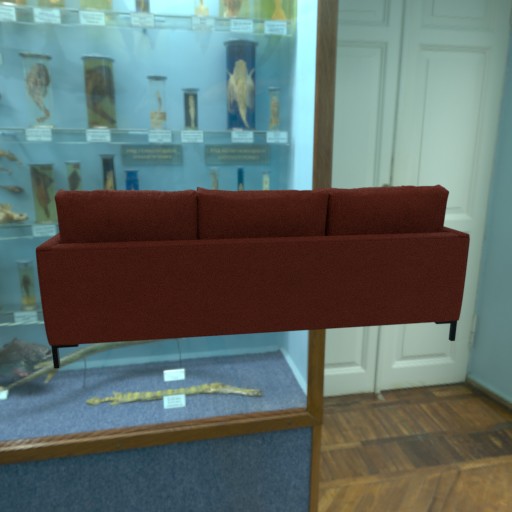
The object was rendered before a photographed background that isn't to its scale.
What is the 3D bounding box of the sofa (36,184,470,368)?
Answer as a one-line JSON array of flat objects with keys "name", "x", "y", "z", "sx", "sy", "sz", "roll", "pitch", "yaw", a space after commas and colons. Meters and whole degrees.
[{"name": "sofa", "x": 0.000, "y": 0.000, "z": 2.685, "sx": 2.252, "sy": 0.879, "sz": 0.875, "roll": -2, "pitch": 14, "yaw": -8}]
